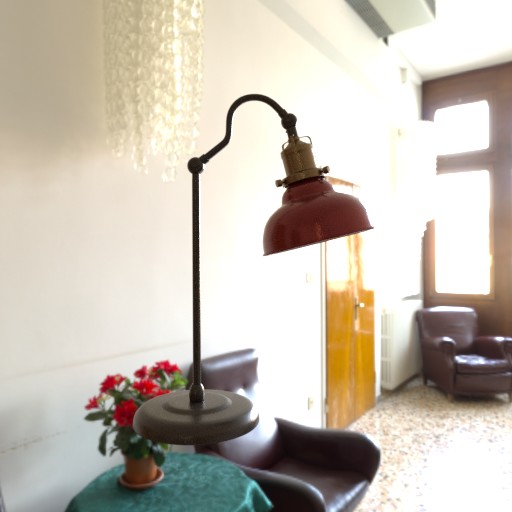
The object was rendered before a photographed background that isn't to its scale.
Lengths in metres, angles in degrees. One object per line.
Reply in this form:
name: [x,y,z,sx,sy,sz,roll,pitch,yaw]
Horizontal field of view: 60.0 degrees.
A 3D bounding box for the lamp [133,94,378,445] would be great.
lamp: [0.000,0.000,0.690,0.374,0.508,0.192,0,-1,0]
